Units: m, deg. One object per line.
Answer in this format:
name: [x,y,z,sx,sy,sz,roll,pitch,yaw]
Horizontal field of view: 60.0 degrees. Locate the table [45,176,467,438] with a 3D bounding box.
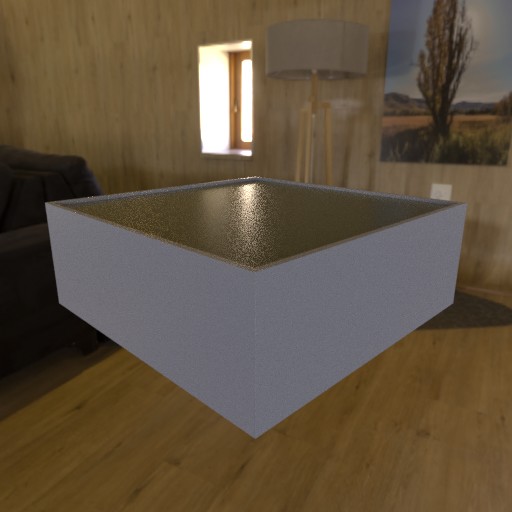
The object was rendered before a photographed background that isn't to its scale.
table: [0.000,0.000,1.233,0.801,0.299,0.801,-16,24,-42]
